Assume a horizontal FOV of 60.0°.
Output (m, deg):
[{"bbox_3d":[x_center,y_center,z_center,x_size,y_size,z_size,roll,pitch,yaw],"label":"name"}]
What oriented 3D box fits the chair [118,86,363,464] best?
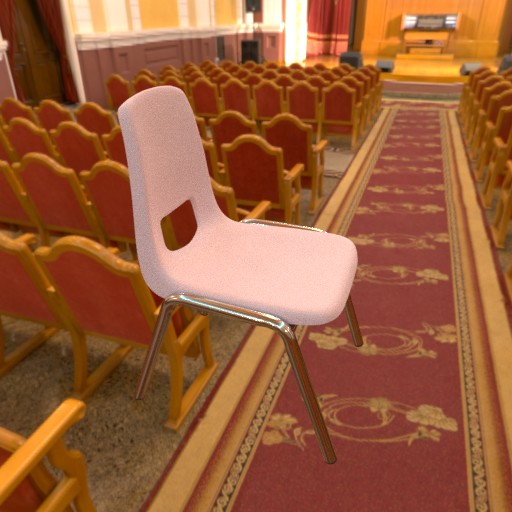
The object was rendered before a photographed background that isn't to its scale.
[{"bbox_3d":[0.000,0.000,0.844,0.423,0.586,0.354,10,30,17],"label":"chair"}]
